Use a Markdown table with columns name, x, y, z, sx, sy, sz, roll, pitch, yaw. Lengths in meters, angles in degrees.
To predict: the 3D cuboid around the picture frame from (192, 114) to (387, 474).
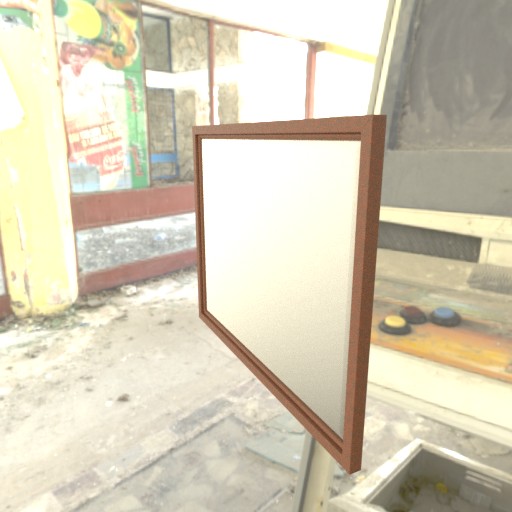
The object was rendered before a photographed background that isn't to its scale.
| name | x | y | z | sx | sy | sz | roll | pitch | yaw |
| --- | --- | --- | --- | --- | --- | --- | --- | --- | --- |
| picture frame | 0.000 | 0.000 | 1.763 | 0.045 | 1.018 | 1.329 | -7 | 17 | -26 |
